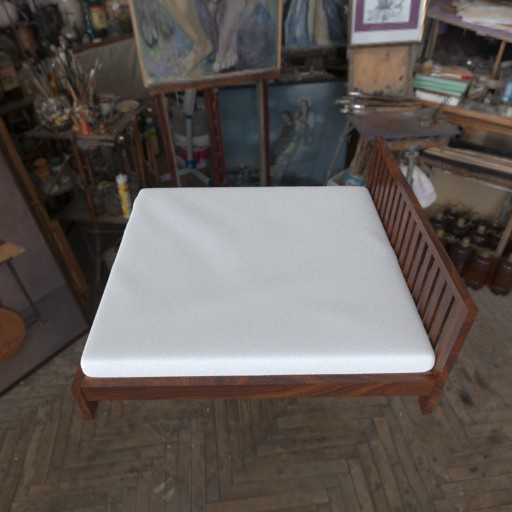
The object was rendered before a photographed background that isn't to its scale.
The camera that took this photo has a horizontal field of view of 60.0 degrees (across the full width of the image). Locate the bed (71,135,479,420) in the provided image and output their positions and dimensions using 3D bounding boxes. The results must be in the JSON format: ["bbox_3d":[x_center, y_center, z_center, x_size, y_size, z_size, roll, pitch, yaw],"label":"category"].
[{"bbox_3d":[0.000,0.000,3.055,2.030,0.890,1.905,-1,40,-1],"label":"bed"}]
